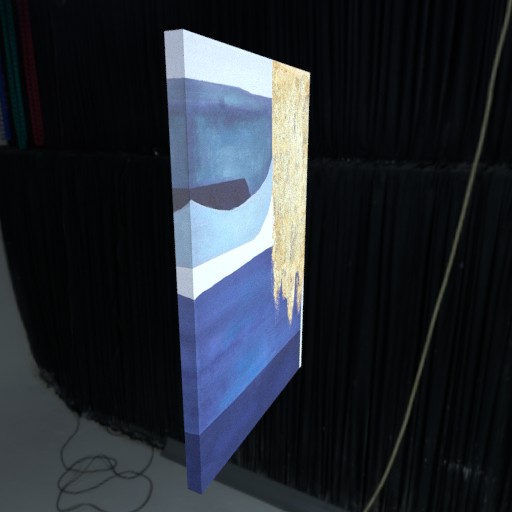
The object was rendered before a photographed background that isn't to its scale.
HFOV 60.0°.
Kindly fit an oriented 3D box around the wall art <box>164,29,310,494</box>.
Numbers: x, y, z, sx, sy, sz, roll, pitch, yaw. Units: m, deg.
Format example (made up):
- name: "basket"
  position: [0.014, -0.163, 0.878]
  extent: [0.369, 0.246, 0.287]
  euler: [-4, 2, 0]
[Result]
- name: "wall art"
  position: [0.000, 0.000, 1.103]
  extent: [0.039, 0.911, 0.607]
  euler: [7, 17, 25]
